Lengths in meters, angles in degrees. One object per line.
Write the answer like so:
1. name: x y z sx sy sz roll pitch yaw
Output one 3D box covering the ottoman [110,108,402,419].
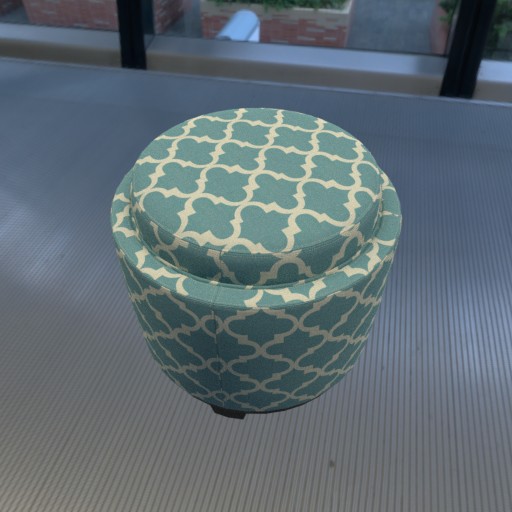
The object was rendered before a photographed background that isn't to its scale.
1. ottoman: 0.000 0.000 0.836 0.480 0.429 0.480 0 46 0
